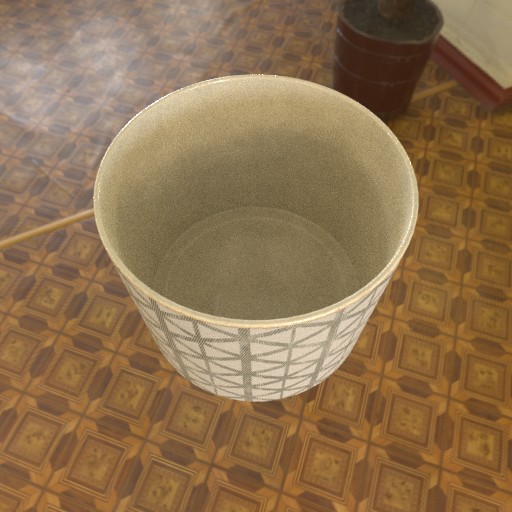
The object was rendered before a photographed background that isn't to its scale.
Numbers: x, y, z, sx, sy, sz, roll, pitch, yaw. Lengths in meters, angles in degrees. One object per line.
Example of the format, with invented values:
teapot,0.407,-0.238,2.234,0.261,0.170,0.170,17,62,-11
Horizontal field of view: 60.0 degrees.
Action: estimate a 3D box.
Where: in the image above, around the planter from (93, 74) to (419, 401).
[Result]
planter,0.000,0.000,0.447,0.250,0.239,0.250,0,59,0
